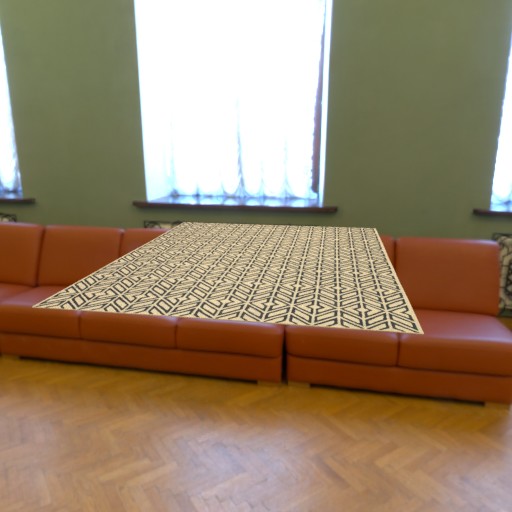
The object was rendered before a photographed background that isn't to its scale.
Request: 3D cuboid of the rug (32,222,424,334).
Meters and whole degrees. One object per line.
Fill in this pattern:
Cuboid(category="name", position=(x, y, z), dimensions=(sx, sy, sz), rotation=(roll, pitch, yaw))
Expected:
Cuboid(category="rug", position=(0.000, 0.000, 4.115), dimensions=(2.421, 0.008, 3.045), rotation=(3, 15, 9))
